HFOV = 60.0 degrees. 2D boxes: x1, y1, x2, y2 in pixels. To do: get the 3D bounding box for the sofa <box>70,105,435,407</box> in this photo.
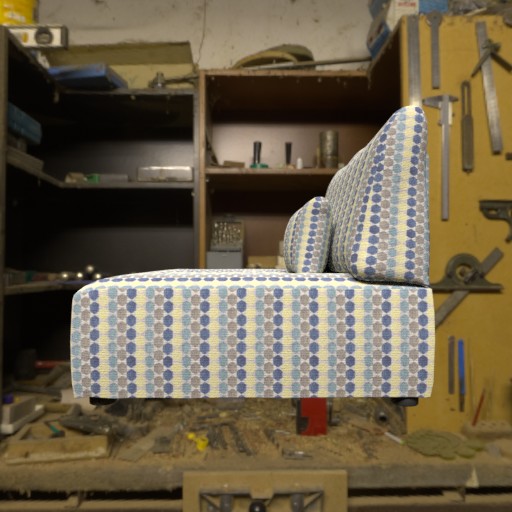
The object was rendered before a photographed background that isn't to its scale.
[{"bbox_3d":[0.000,0.000,1.653,1.000,0.830,0.930,0,-1,-1],"label":"sofa"}]
